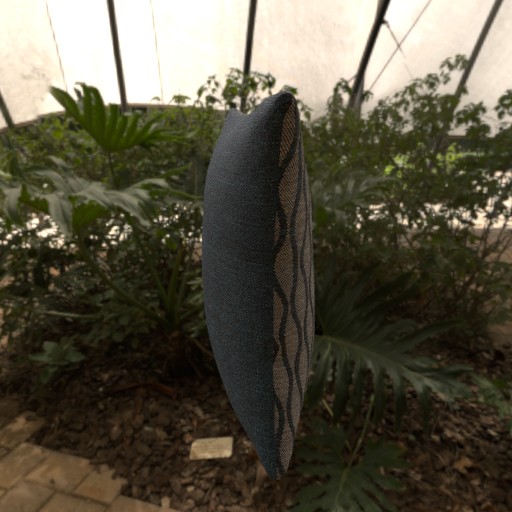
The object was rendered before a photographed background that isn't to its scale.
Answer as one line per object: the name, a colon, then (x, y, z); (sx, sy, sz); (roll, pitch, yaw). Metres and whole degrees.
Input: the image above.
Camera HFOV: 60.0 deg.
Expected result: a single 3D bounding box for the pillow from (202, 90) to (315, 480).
pillow: (0.000, 0.000, 0.656); (0.159, 0.435, 0.435); (-3, 16, -9)
